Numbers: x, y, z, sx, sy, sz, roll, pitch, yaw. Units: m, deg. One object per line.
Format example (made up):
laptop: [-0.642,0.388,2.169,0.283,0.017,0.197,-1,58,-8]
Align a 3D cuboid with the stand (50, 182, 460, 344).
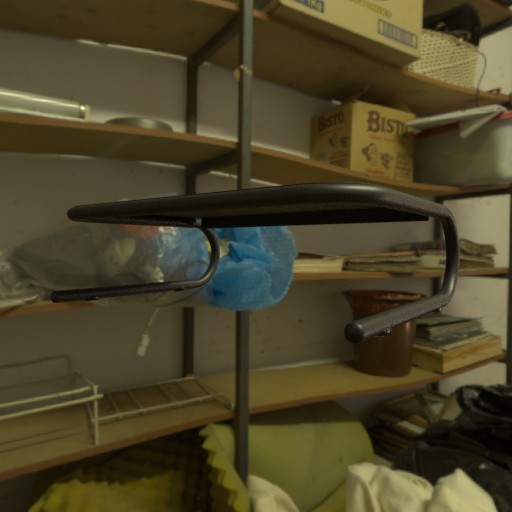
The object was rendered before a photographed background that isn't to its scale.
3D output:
stand: [0.000,0.000,0.498,0.370,0.108,0.280,1,1,36]
